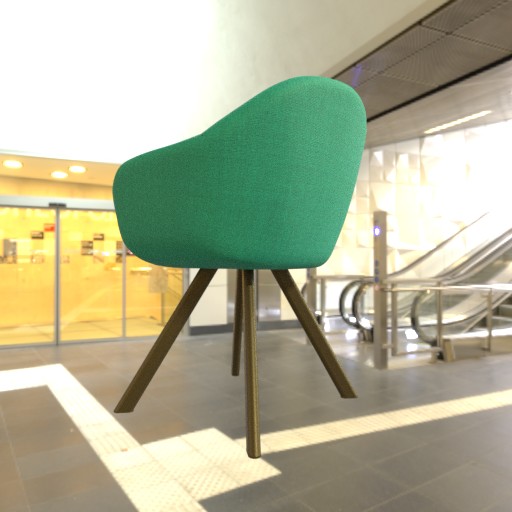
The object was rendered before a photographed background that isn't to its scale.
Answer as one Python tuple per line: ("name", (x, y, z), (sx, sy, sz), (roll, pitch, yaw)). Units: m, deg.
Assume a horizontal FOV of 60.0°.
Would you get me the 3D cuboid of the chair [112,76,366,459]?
("chair", (0.000, 0.000, 1.168), (0.550, 0.795, 0.590), (0, -1, 36))
